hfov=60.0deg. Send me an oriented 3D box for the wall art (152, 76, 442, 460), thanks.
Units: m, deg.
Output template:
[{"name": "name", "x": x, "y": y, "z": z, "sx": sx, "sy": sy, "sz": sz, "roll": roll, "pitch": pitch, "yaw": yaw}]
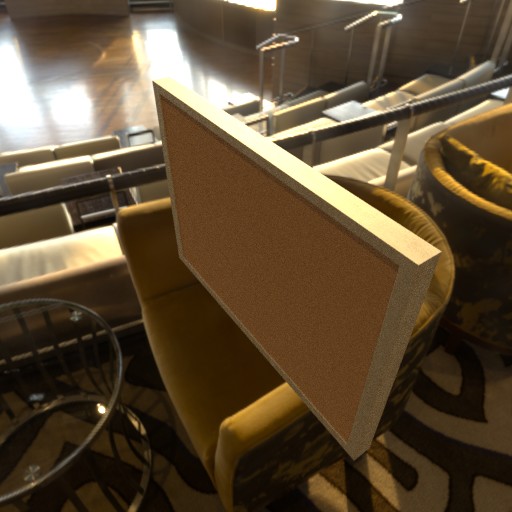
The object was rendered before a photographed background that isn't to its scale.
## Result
[{"name": "wall art", "x": 0.000, "y": 0.000, "z": 0.678, "sx": 0.032, "sy": 0.380, "sz": 0.532, "roll": -25, "pitch": 47, "yaw": -25}]
